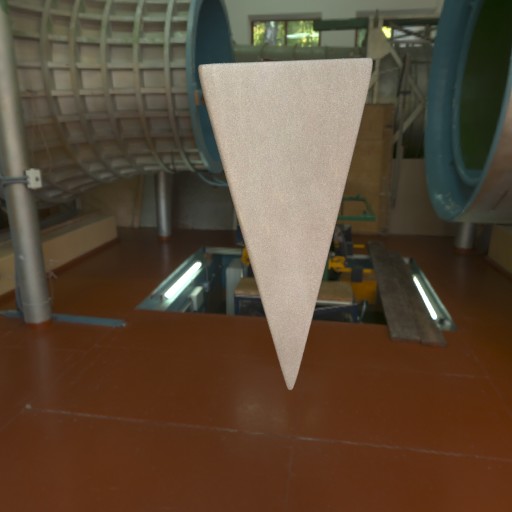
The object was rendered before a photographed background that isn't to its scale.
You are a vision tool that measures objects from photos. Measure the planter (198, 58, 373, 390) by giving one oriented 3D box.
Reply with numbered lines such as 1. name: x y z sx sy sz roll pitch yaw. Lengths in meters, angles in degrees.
1. planter: 0.000 0.000 0.275 0.101 0.224 0.081 15 22 41
